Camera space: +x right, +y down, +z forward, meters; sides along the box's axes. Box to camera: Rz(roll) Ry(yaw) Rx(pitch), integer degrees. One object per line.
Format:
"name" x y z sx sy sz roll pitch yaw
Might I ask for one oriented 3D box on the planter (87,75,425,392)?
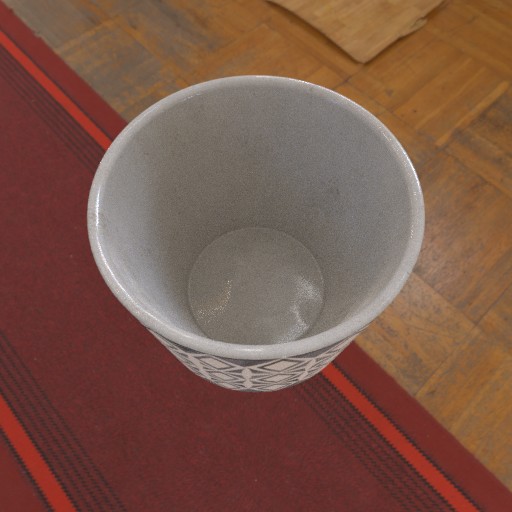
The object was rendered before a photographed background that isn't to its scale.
"planter" 0.000 0.000 0.443 0.260 0.220 0.260 0 63 0
